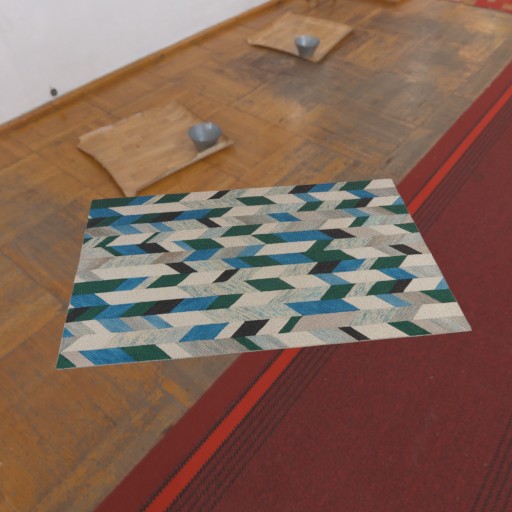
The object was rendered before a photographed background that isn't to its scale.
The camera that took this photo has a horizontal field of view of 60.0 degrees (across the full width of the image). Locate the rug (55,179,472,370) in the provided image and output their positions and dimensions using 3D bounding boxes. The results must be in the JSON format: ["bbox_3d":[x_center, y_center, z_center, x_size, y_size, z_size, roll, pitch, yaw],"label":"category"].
[{"bbox_3d":[0.000,0.000,3.070,2.433,0.007,1.507,-5,47,-4],"label":"rug"}]
